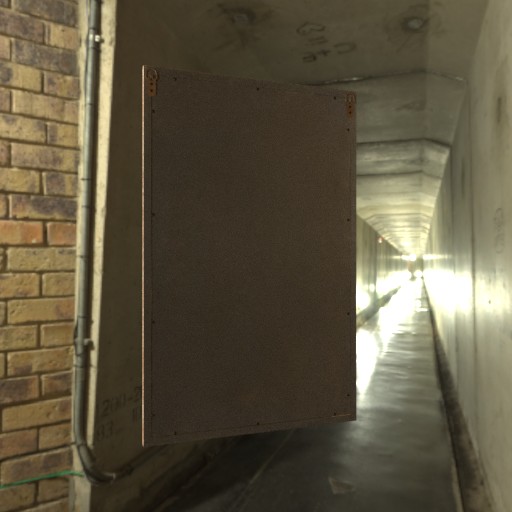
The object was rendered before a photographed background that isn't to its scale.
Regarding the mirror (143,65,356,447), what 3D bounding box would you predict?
[{"bbox_3d":[0.000,0.000,0.999,0.495,0.787,0.058,0,0,-17],"label":"mirror"}]
